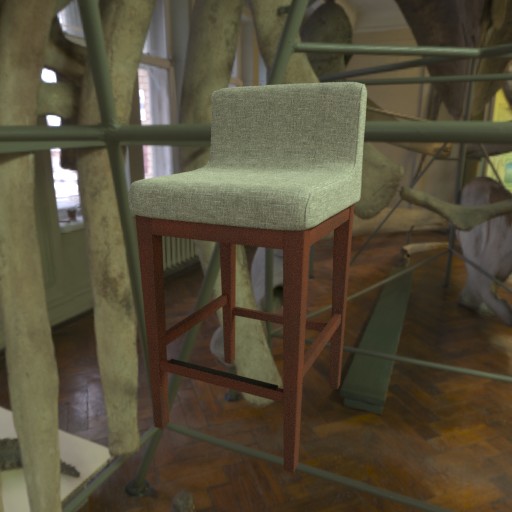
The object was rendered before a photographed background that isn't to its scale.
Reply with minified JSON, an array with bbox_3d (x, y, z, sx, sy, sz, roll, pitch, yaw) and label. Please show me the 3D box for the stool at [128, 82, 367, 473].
[{"bbox_3d":[0.000,0.000,1.106,0.417,0.835,0.459,7,17,24],"label":"stool"}]
